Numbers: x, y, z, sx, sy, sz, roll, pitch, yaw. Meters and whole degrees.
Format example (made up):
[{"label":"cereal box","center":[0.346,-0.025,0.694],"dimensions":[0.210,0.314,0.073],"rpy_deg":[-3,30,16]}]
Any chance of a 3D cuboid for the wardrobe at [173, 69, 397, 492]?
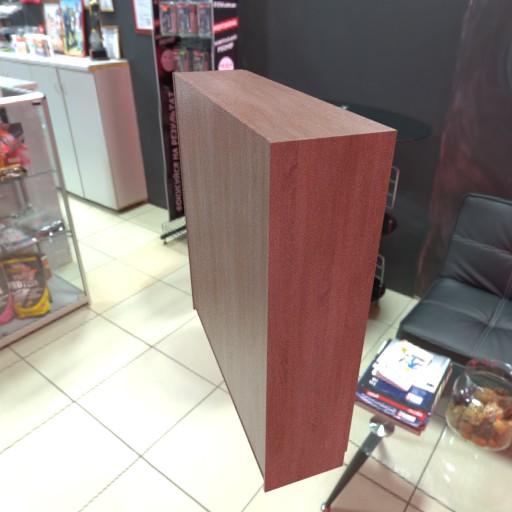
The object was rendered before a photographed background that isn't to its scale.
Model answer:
[{"label":"wardrobe","center":[0.000,0.000,3.083],"dimensions":[0.598,2.159,1.998],"rpy_deg":[-10,31,-17]}]
